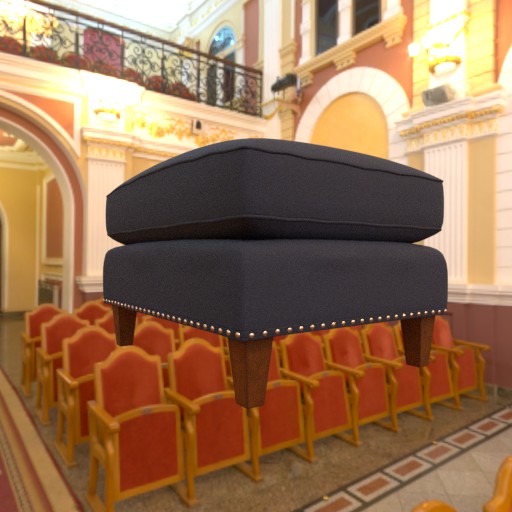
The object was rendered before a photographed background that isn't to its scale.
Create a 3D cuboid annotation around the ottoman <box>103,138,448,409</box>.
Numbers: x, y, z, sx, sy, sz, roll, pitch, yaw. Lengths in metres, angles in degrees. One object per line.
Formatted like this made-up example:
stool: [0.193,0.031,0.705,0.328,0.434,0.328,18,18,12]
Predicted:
ottoman: [0.000,0.000,1.160,0.584,0.513,0.741,0,0,-36]
